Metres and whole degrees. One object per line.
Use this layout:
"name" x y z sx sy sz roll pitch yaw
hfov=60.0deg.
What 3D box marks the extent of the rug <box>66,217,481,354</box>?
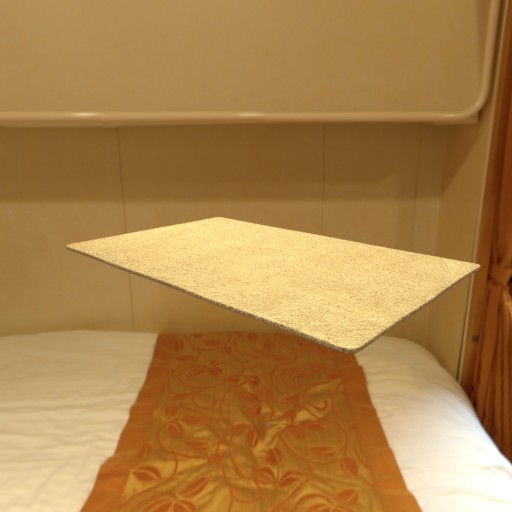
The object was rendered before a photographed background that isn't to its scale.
"rug" 0.000 0.000 2.926 2.349 0.025 1.500 14 21 41
